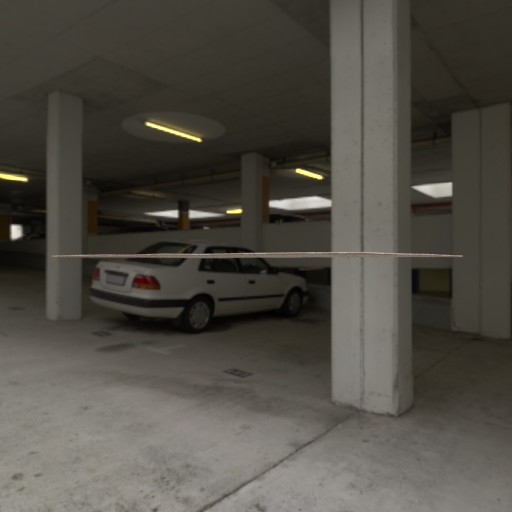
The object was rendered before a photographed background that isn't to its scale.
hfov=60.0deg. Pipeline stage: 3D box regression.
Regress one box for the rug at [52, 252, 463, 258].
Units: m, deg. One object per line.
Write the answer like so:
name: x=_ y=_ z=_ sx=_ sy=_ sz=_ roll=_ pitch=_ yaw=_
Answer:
rug: x=0.000 y=0.000 z=4.443 sx=3.365 sy=0.020 sz=2.452 roll=0 pitch=-1 yaw=37
